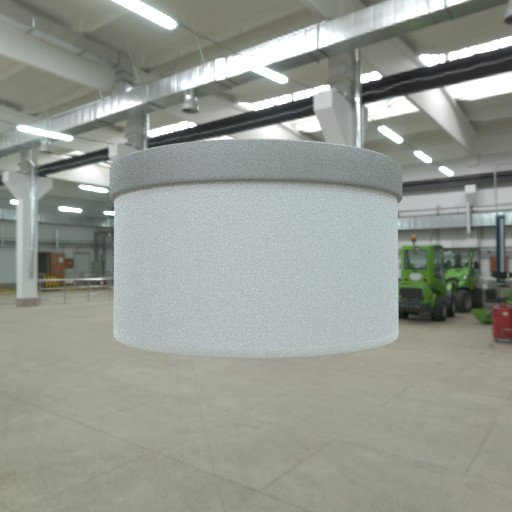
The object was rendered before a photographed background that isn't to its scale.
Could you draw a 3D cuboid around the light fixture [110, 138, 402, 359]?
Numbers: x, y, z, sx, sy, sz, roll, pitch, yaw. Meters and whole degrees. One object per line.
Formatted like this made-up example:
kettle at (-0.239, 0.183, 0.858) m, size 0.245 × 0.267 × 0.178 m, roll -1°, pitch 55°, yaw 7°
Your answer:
light fixture at (0.000, 0.000, 0.626) m, size 0.393 × 0.229 × 0.393 m, roll 0°, pitch -1°, yaw 0°
